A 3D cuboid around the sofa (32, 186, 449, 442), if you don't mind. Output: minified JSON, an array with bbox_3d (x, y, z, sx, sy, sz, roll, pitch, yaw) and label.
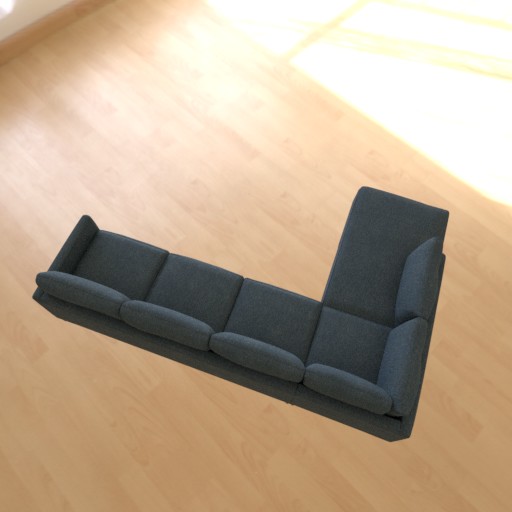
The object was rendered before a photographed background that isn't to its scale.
[{"bbox_3d":[0.000,0.000,3.715,2.949,0.815,2.007,18,65,9],"label":"sofa"}]
